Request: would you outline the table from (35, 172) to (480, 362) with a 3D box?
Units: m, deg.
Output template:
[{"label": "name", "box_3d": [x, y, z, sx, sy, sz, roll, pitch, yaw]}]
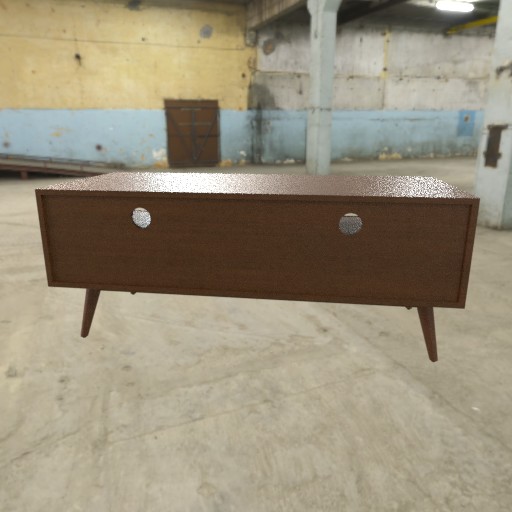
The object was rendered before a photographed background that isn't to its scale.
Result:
[{"label": "table", "box_3d": [0.000, 0.000, 1.400, 1.119, 0.464, 0.490, 2, 16, 8]}]
